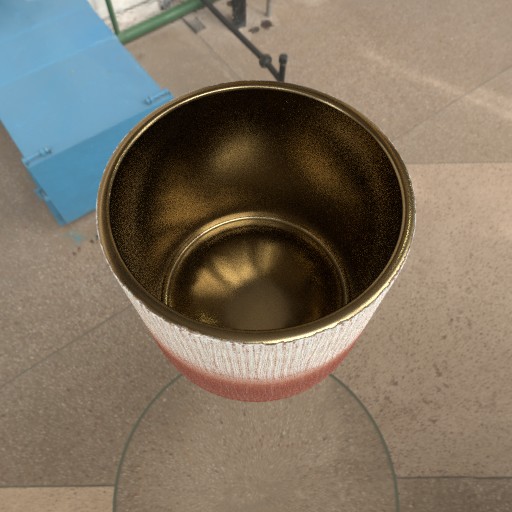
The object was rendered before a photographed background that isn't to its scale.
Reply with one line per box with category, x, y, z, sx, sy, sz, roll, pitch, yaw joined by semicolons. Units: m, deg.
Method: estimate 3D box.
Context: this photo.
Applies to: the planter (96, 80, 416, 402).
planter;0.000;0.000;0.313;0.178;0.157;0.178;0;62;0
